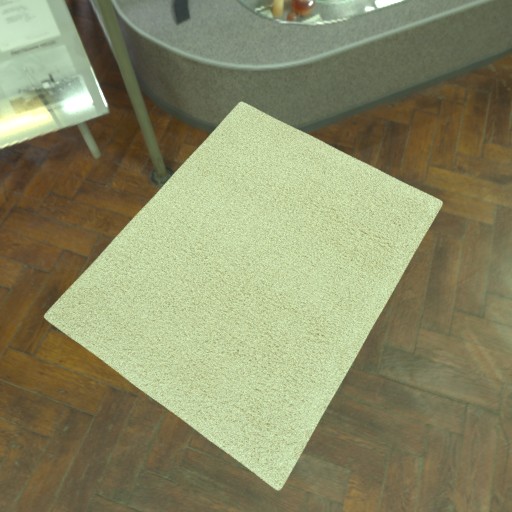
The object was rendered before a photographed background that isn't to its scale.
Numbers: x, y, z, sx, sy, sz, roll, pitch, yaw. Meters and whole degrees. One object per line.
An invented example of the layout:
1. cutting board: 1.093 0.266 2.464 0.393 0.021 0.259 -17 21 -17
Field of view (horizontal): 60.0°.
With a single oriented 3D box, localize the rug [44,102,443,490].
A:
1. rug: 0.000 0.000 4.124 2.438 0.029 3.047 31 68 14
